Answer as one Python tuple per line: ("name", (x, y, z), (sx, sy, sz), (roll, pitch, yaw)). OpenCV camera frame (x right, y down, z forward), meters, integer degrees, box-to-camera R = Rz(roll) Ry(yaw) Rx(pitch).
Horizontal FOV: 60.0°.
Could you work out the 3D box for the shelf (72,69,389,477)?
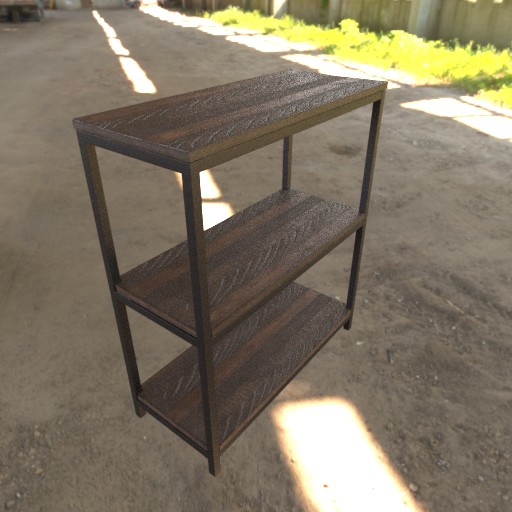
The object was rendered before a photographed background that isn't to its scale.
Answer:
("shelf", (0.000, 0.000, 1.374), (0.352, 0.947, 0.822), (22, 38, 32))
